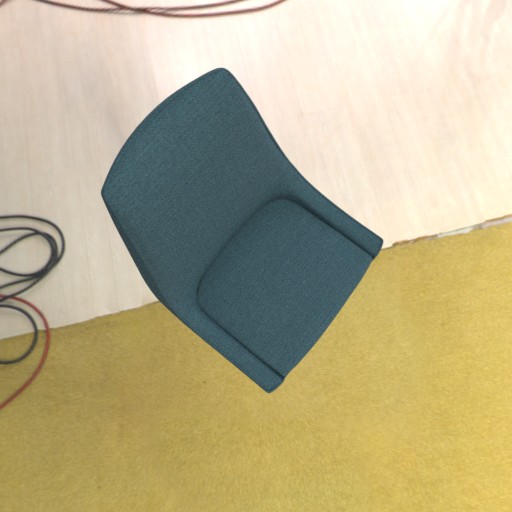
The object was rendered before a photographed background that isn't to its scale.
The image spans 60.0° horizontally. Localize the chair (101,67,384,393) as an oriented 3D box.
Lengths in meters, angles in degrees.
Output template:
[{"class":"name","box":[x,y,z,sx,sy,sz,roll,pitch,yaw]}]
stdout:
[{"class":"chair","box":[0.000,0.000,1.217,0.544,0.861,0.529,37,78,9]}]
